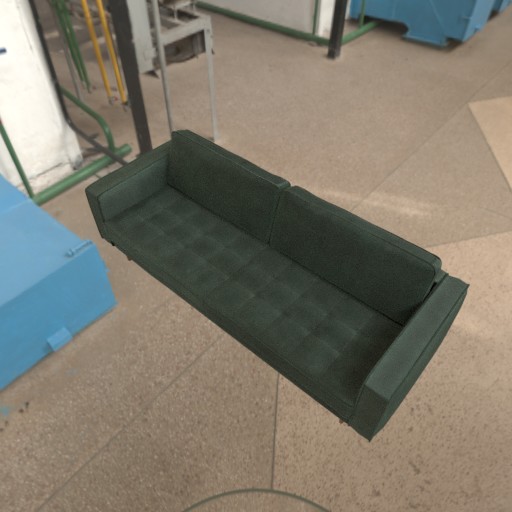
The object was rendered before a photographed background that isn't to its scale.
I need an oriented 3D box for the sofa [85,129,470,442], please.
[{"bbox_3d":[0.000,0.000,2.674,2.214,0.781,0.886,32,54,27],"label":"sofa"}]
